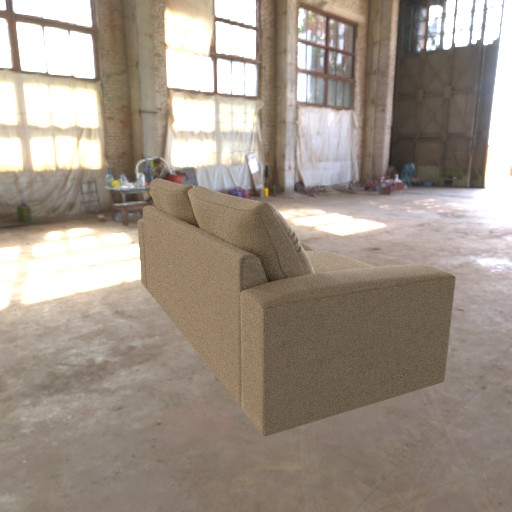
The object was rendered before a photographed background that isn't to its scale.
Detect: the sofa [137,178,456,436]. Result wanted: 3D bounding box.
[{"bbox_3d":[0.000,0.000,2.836,1.040,0.922,2.299,-6,15,-25],"label":"sofa"}]
